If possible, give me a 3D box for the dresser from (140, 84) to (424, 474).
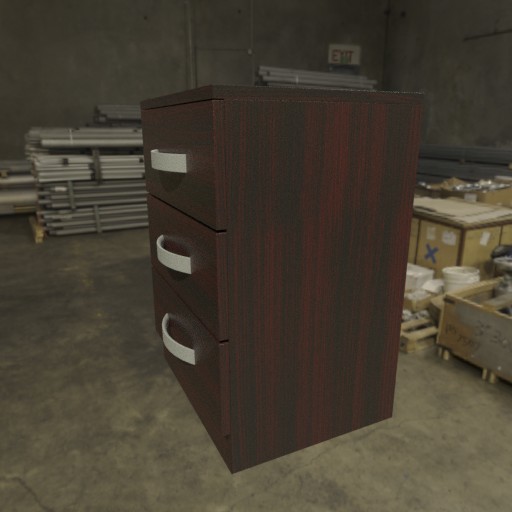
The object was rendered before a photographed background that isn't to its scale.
[{"bbox_3d":[0.000,0.000,0.831,0.360,0.560,0.400,-8,18,-25],"label":"dresser"}]
